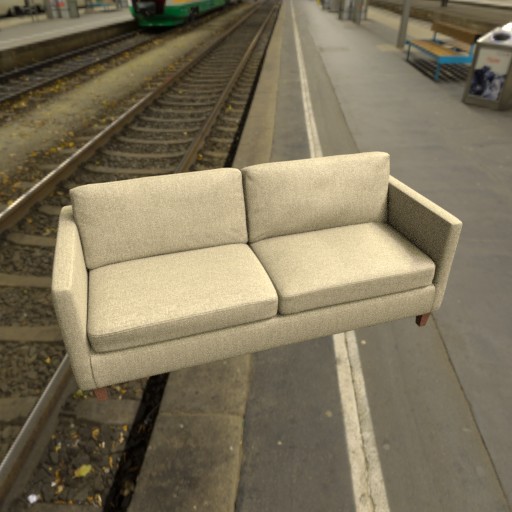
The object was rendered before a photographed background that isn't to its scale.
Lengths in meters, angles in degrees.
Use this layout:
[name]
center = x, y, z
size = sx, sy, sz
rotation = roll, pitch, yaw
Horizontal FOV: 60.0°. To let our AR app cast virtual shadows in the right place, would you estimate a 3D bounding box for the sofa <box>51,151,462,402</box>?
[sofa]
center = 0.000, 0.000, 2.723
size = 2.208, 0.960, 0.956
rotation = -10, 33, -15
